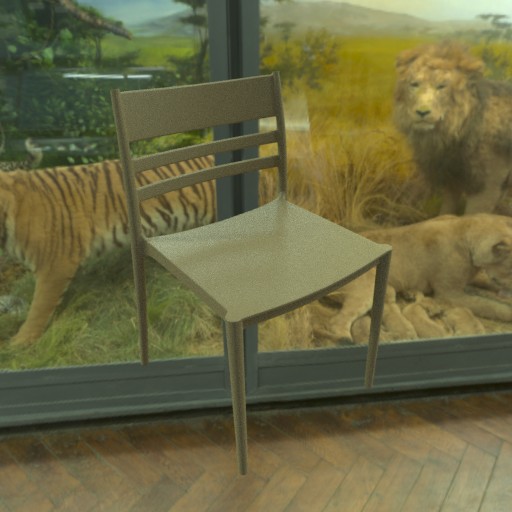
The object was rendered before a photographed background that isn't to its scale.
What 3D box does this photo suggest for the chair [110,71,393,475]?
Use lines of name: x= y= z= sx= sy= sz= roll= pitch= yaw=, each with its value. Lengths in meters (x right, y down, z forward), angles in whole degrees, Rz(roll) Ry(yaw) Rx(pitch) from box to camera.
chair: x=0.000 y=0.000 z=1.133 sx=0.531 sy=0.800 sz=0.511 roll=-21 pitch=36 yaw=-31
